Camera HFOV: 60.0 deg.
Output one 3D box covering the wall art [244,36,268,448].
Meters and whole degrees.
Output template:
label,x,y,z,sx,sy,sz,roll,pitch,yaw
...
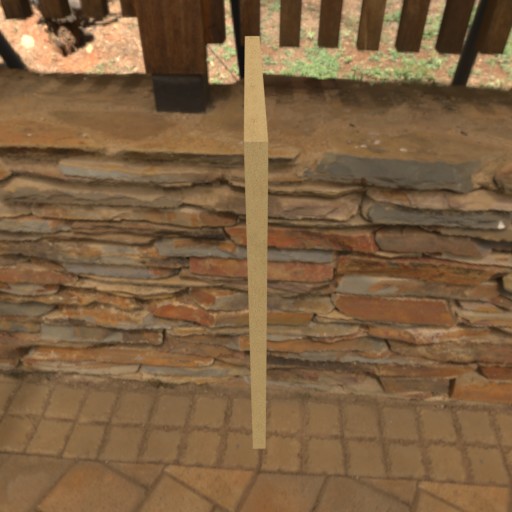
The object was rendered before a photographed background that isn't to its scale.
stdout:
label,x,y,z,sx,sy,sz,roll,pitch,yaw
wall art,0.000,0.000,1.020,0.039,0.810,0.510,-1,40,-1
